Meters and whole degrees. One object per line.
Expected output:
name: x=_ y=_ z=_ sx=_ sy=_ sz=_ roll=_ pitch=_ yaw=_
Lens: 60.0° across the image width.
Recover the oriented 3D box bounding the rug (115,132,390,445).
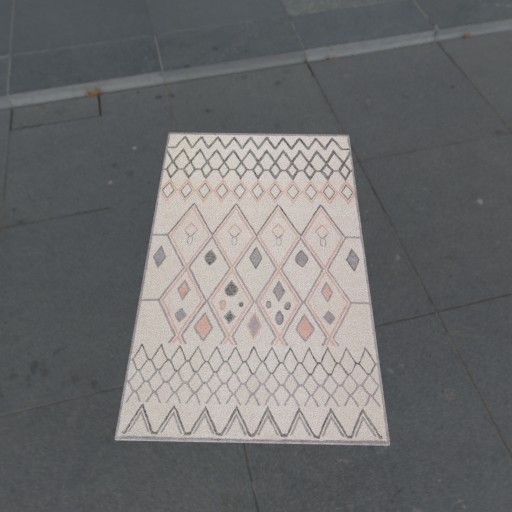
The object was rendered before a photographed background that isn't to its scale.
rug: x=0.000 y=0.000 z=3.097 sx=1.524 sy=0.015 sz=2.438 roll=1 pitch=58 yaw=1
